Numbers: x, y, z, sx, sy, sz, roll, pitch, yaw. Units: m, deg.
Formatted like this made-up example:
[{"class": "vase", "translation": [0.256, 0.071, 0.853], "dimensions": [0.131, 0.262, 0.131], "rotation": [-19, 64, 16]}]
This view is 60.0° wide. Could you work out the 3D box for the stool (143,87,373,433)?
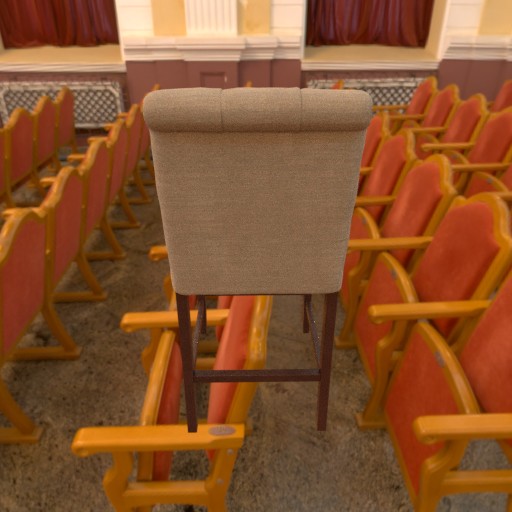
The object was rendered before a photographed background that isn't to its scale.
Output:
[{"class": "stool", "translation": [0.000, 0.000, 1.398], "dimensions": [0.486, 1.084, 0.660], "rotation": [0, 29, -1]}]
